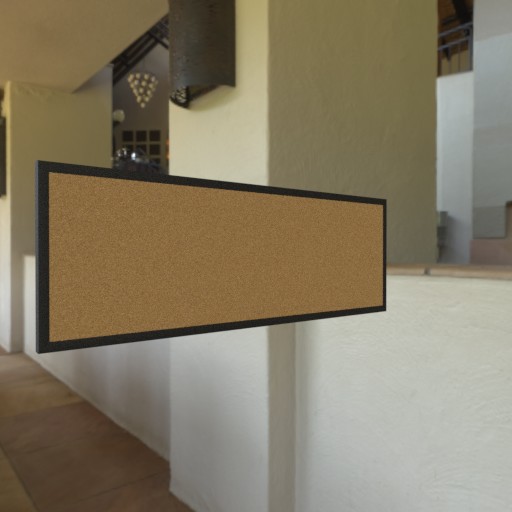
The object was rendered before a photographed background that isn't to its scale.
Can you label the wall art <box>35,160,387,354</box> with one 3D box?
[{"bbox_3d":[0.000,0.000,1.745,1.572,0.554,0.041,0,1,-36],"label":"wall art"}]
